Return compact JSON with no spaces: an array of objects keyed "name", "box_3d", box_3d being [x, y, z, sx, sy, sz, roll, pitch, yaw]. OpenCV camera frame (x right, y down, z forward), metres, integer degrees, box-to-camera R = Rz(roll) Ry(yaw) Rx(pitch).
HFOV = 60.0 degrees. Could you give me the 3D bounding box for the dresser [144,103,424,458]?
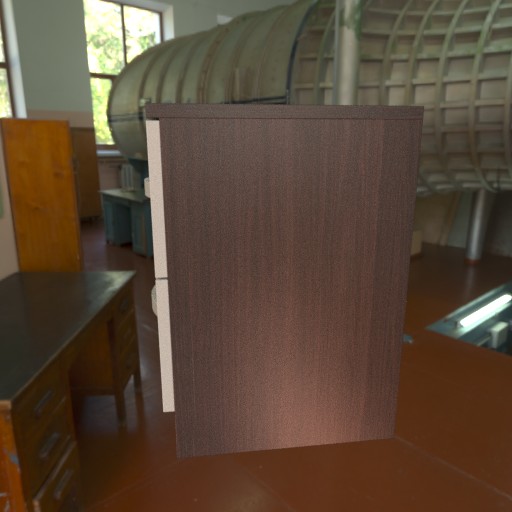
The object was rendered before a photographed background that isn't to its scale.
[{"name":"dresser","box_3d":[0.000,0.000,0.769,0.360,0.470,0.400,-2,15,-8]}]
